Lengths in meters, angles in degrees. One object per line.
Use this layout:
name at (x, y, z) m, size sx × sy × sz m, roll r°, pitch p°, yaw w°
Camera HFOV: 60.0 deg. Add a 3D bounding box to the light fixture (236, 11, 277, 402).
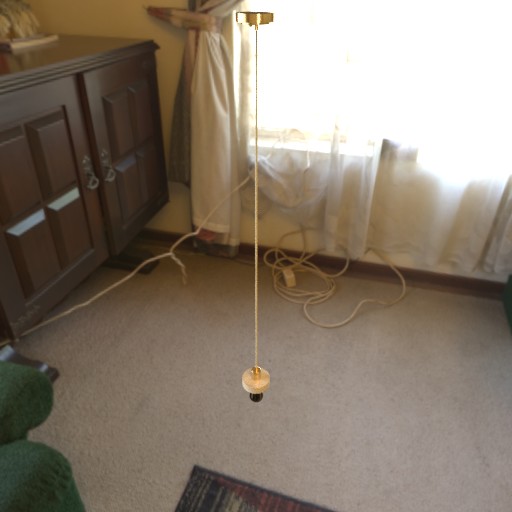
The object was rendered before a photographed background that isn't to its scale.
light fixture at (0.000, 0.000, 1.732) m, size 0.129 × 1.669 × 0.129 m, roll 0°, pitch 32°, yaw 0°
